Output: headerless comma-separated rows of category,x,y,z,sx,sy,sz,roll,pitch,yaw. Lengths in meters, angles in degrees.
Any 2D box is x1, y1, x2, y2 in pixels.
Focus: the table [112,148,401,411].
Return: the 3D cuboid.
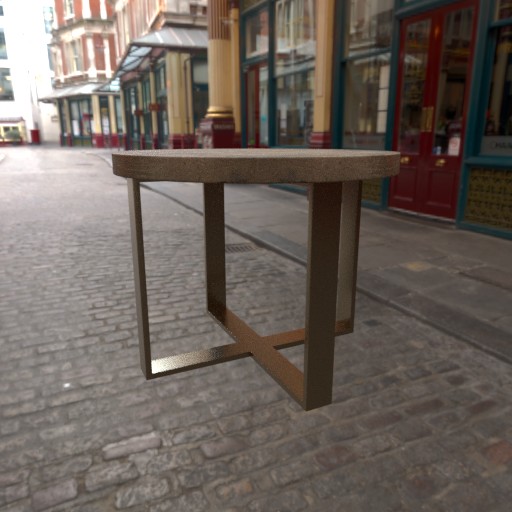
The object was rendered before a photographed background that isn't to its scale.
table,0.000,0.000,0.952,0.557,0.437,0.557,0,15,0
